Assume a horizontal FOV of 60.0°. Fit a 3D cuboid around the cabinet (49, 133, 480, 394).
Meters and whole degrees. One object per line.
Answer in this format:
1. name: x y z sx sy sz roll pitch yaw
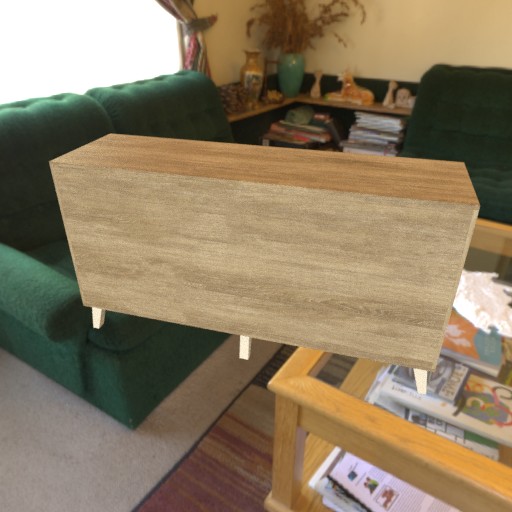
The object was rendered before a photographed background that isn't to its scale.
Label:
1. cabinet: 0.000 0.000 1.993 1.600 0.870 0.450 8 31 14
